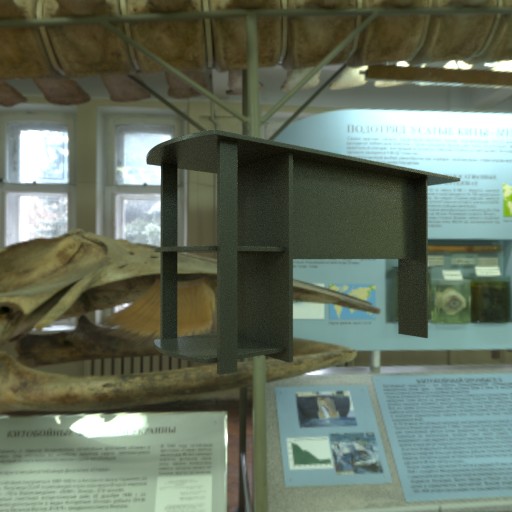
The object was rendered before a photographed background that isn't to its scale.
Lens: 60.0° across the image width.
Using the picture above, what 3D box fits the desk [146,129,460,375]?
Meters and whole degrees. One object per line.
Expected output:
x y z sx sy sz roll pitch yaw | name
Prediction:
0.000 0.000 2.151 1.361 0.716 1.303 0 -1 -36 | desk
